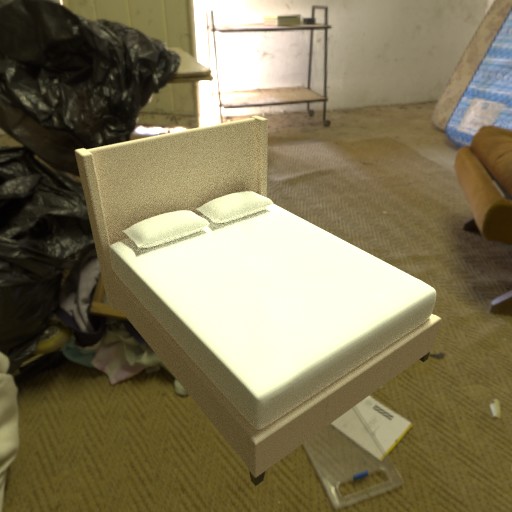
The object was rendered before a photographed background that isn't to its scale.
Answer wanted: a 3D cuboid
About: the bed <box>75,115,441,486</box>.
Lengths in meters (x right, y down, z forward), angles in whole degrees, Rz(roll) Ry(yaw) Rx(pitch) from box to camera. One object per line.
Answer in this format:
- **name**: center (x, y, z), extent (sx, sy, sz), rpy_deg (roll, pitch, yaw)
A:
- **bed**: center (0.000, 0.000, 3.478), extent (1.778, 1.471, 2.293), rpy_deg (-22, 37, -31)
